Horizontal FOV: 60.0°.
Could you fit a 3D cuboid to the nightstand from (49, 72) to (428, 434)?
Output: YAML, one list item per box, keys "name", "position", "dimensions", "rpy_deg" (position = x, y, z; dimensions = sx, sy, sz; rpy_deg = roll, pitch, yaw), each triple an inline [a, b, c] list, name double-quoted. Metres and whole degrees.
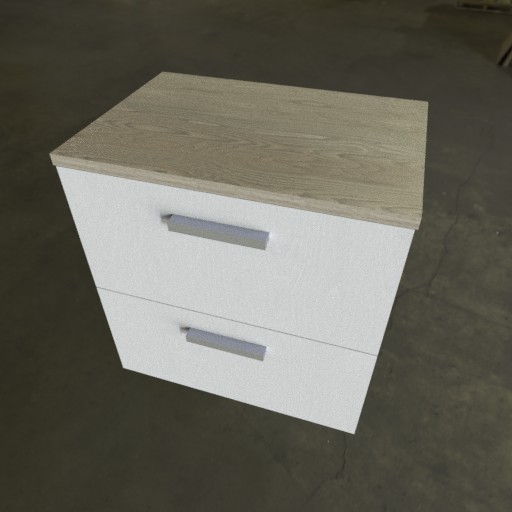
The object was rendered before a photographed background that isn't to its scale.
- name: "nightstand"
  position: [0.000, 0.000, 0.752]
  dimensions: [0.442, 0.461, 0.325]
  rpy_deg: [12, 42, 13]
